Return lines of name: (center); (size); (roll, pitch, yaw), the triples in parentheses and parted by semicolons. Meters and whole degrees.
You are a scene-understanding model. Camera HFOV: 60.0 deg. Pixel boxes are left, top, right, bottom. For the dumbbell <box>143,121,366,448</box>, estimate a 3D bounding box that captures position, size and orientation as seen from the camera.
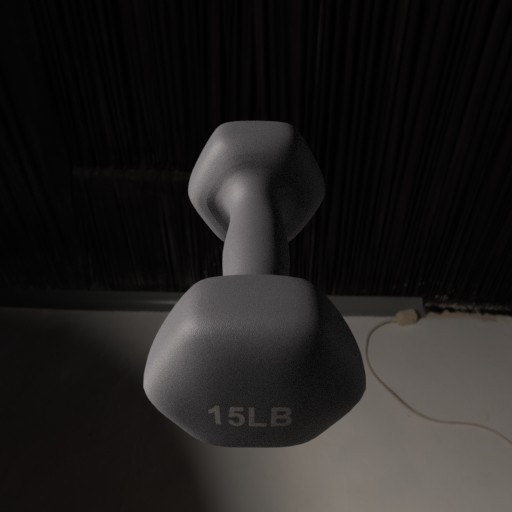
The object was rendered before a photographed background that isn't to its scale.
dumbbell: (0.000, 0.000, 0.304); (0.116, 0.105, 0.240); (1, 40, 1)
